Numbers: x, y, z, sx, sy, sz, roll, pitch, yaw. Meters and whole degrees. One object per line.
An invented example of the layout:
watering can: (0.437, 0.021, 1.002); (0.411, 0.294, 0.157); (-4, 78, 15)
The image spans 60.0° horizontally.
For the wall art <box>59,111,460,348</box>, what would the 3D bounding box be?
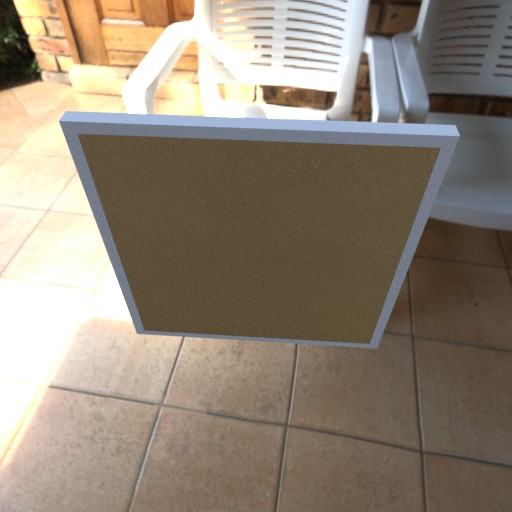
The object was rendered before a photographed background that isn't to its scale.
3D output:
wall art: (0.000, 0.000, 1.134); (0.763, 0.761, 0.038); (3, 48, 3)
